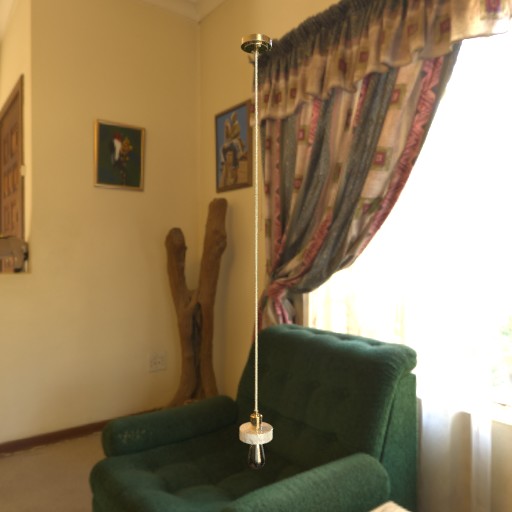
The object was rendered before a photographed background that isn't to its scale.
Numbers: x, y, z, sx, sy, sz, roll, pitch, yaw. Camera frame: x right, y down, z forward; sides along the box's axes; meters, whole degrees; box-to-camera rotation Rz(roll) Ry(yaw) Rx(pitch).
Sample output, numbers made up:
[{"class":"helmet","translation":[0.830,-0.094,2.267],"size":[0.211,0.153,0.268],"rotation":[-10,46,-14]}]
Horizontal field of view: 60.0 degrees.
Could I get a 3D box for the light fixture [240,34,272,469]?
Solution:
[{"class":"light fixture","translation":[0.000,0.000,1.734],"size":[0.129,1.669,0.129],"rotation":[0,1,37]}]
